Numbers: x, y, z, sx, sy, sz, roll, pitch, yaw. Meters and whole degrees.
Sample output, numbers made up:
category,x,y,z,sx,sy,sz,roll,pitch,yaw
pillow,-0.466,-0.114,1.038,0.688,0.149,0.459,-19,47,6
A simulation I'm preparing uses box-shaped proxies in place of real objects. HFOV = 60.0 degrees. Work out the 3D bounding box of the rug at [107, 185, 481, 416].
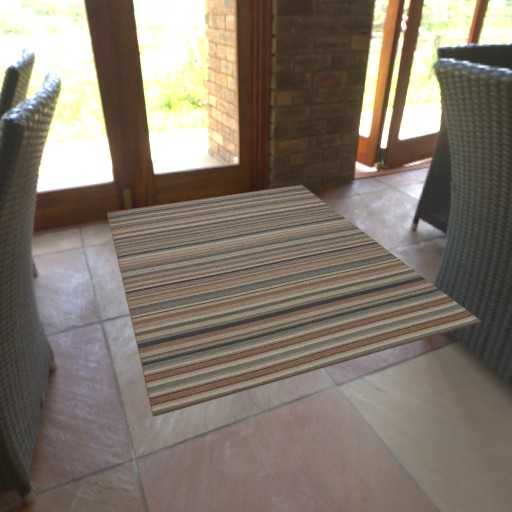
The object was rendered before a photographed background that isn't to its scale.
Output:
category,x,y,z,sx,sy,sz,roll,pitch,yaw
rug,0.000,0.000,4.147,2.436,0.011,3.045,-11,32,-18
